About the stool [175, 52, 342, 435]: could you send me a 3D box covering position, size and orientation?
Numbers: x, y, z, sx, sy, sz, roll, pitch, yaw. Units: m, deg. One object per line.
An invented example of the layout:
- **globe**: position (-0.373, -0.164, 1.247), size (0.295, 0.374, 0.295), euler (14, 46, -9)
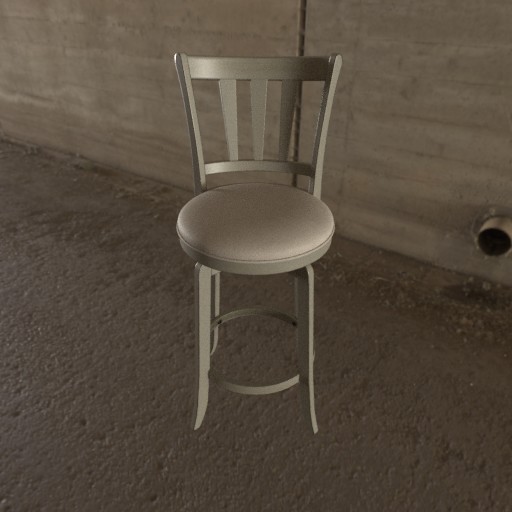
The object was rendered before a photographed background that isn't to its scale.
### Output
- **stool**: position (0.000, 0.000, 1.284), size (0.436, 1.042, 0.475), euler (1, 31, 2)
